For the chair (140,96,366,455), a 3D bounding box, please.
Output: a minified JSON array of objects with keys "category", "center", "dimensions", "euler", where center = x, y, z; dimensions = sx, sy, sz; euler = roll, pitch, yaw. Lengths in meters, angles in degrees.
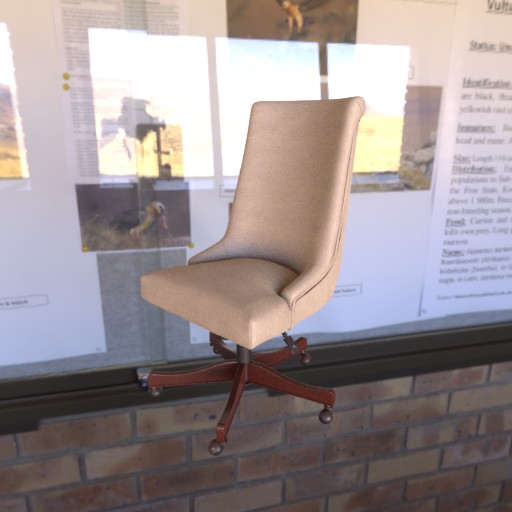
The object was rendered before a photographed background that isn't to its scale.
[{"category":"chair","center":[0.000,0.000,1.481],"dimensions":[0.645,1.010,0.696],"euler":[15,22,42]}]
